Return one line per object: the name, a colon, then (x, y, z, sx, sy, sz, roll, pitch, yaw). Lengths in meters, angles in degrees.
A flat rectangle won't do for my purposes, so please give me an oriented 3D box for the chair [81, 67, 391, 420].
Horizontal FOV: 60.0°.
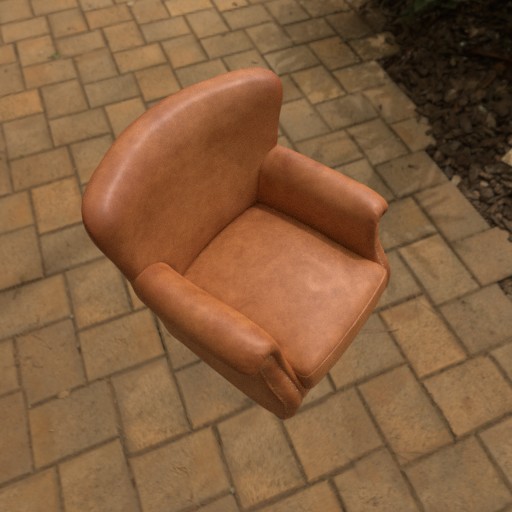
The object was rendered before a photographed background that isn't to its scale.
chair: (0.000, 0.000, 1.672, 0.921, 0.936, 0.861, 34, 65, 19)
